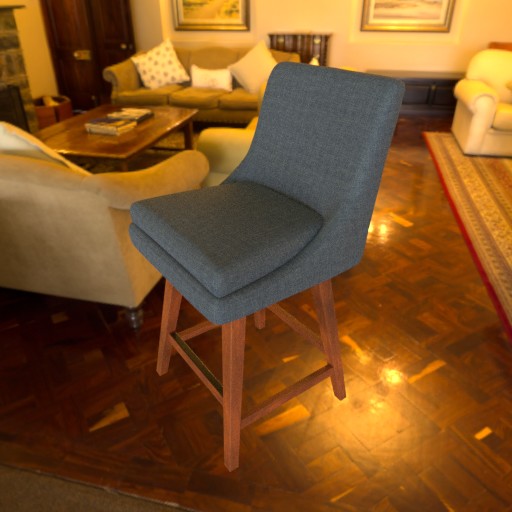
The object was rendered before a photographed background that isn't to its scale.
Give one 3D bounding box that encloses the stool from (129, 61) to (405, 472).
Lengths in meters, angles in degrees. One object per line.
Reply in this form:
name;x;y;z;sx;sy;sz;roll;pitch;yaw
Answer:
stool;0.000;0.000;1.178;0.524;0.895;0.467;-20;36;-30
